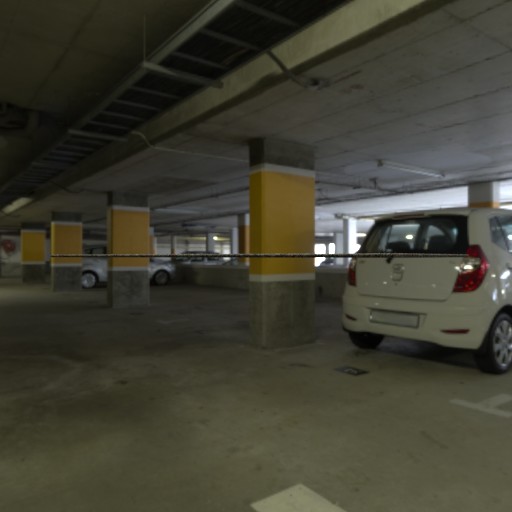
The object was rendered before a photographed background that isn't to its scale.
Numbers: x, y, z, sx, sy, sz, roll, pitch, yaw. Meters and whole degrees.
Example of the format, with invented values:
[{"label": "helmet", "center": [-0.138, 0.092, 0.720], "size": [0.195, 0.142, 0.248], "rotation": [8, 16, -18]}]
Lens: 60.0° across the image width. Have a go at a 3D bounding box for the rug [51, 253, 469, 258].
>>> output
[{"label": "rug", "center": [0.000, 0.000, 2.903], "size": [2.298, 0.017, 1.501], "rotation": [0, 0, 35]}]
